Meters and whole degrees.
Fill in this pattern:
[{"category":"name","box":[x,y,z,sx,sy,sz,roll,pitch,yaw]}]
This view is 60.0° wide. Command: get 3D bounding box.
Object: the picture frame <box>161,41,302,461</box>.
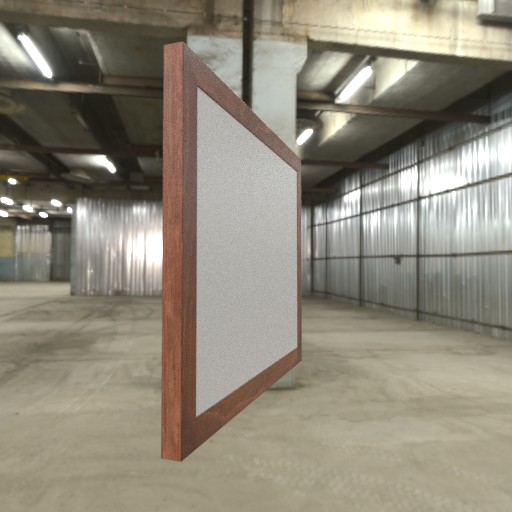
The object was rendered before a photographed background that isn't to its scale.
[{"category":"picture frame","box":[0.000,0.000,0.750,0.025,0.457,0.559,-1,-2,19]}]
